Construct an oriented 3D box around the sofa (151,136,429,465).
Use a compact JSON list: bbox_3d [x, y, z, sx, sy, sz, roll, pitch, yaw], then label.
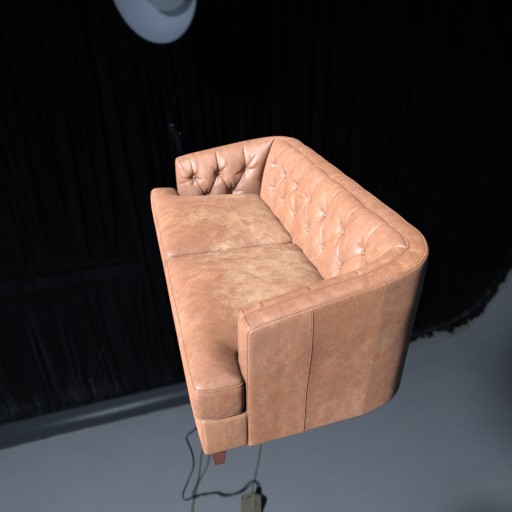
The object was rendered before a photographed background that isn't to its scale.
[{"bbox_3d":[0.000,0.000,2.236,0.914,0.786,1.755,-8,31,-14],"label":"sofa"}]
